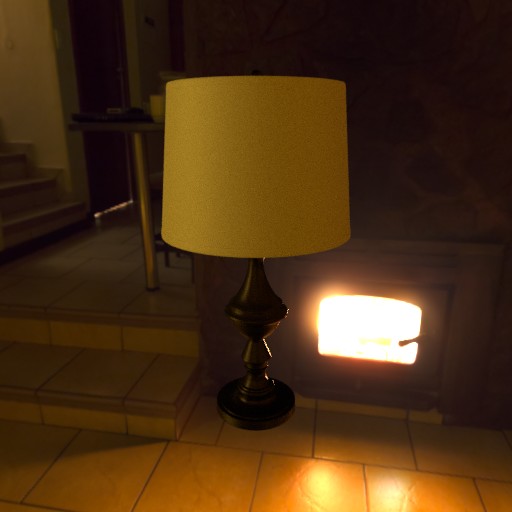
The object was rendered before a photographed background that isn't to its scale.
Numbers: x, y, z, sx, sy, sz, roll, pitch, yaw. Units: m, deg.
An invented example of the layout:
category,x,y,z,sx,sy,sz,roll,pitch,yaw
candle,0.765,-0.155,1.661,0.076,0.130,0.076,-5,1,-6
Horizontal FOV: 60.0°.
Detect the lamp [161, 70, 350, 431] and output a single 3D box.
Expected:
category,x,y,z,sx,sy,sz,roll,pitch,yaw
lamp,0.000,0.000,0.932,0.383,0.726,0.383,0,17,0
